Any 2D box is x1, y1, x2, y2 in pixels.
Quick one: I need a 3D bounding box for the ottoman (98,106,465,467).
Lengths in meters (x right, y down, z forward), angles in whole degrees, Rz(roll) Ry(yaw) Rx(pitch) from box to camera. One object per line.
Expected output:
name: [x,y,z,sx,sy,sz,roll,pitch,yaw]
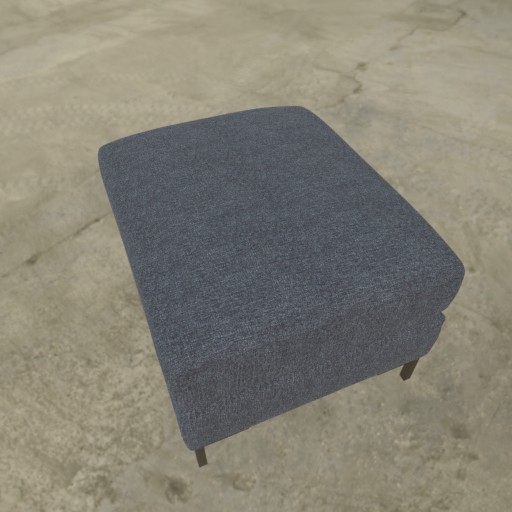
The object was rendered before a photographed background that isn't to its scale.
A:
ottoman: [0.000,0.000,1.278,0.695,0.533,0.831,-17,48,-16]
